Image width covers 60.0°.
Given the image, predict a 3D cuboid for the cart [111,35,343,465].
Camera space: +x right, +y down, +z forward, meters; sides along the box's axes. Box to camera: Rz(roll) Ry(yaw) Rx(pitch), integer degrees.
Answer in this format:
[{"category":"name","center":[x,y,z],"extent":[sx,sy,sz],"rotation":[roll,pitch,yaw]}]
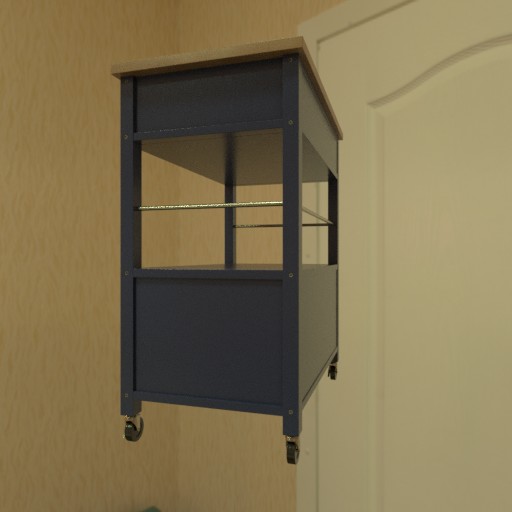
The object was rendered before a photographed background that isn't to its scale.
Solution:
[{"category":"cart","center":[0.000,0.000,1.373],"extent":[0.459,0.901,0.840],"rotation":[0,0,17]}]
